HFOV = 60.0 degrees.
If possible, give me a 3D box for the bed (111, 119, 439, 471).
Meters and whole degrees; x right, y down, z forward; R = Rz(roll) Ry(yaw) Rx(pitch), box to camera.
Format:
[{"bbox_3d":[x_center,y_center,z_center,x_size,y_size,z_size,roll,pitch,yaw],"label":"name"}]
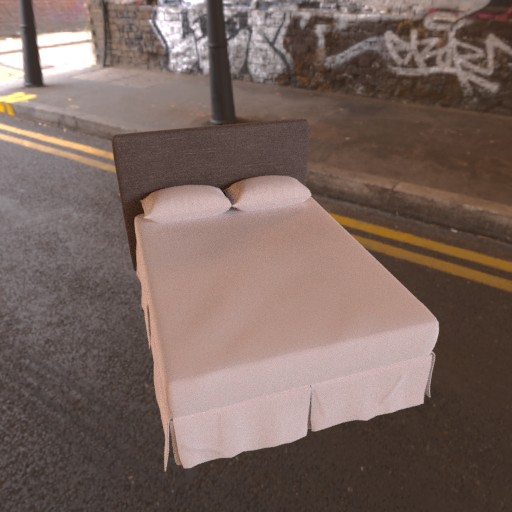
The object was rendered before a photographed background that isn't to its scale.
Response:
[{"bbox_3d":[0.000,0.000,3.155,1.723,1.330,2.142,-9,33,-15],"label":"bed"}]
